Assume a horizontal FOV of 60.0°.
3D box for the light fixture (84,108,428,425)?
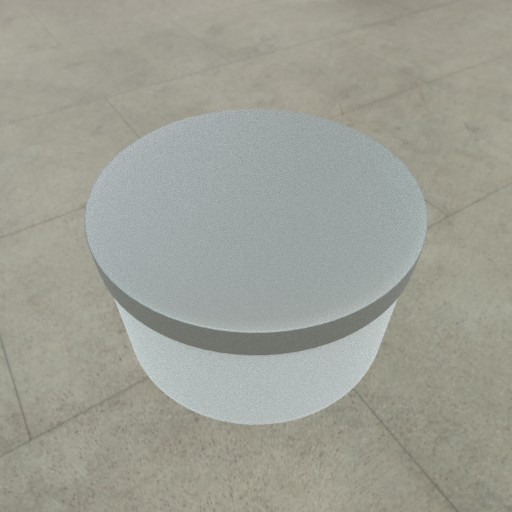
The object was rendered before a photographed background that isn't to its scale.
[{"bbox_3d":[0.000,0.000,0.605,0.393,0.229,0.393,0,47,0],"label":"light fixture"}]
